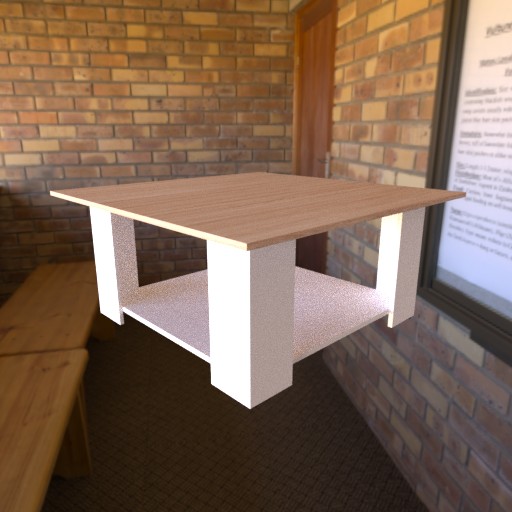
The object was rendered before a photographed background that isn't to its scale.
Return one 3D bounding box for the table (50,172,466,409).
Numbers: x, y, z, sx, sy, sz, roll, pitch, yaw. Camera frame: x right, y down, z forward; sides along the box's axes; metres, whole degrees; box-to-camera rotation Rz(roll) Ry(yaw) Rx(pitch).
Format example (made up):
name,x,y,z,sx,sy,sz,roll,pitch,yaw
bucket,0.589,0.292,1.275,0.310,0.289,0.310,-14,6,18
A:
name,x,y,z,sx,sy,sz,roll,pitch,yaw
table,0.000,0.000,1.049,0.670,0.305,0.670,-15,22,-42
